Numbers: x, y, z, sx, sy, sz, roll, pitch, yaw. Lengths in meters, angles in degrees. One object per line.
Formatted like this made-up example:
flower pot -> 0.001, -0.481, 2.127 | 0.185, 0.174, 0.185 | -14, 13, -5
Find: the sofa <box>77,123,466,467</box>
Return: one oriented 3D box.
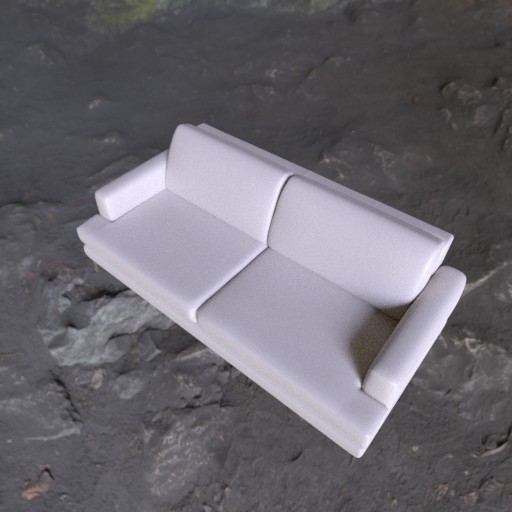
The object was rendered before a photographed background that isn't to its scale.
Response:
sofa -> 0.000, 0.000, 2.390 | 1.940, 0.765, 0.974 | 30, 53, 26
